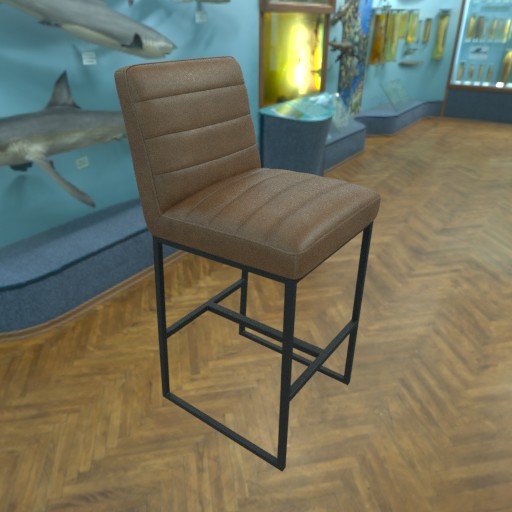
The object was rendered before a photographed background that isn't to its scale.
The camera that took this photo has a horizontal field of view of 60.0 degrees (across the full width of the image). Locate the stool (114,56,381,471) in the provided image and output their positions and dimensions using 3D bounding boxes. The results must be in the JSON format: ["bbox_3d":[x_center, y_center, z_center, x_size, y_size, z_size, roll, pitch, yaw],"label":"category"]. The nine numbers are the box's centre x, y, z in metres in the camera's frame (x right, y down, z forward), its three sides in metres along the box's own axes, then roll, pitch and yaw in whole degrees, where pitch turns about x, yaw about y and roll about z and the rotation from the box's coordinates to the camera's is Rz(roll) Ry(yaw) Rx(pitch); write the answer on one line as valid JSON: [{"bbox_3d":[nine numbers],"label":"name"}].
[{"bbox_3d":[0.000,0.000,1.300,0.556,1.040,0.458,19,33,31],"label":"stool"}]
